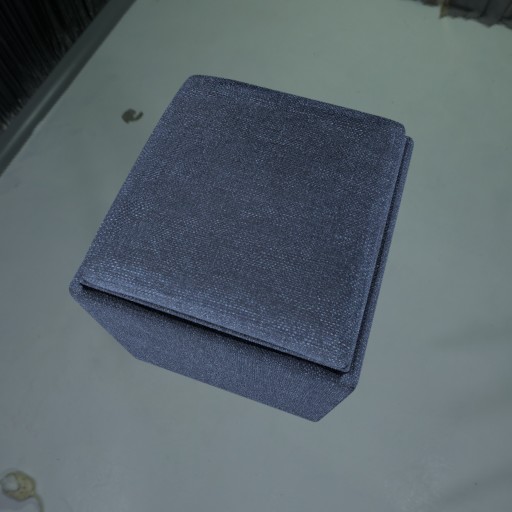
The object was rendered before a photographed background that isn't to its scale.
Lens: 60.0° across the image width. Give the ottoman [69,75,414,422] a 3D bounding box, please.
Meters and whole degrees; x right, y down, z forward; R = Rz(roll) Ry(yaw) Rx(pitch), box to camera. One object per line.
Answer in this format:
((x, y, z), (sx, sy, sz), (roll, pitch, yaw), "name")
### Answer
((0.000, 0.000, 0.860), (0.436, 0.493, 0.454), (17, 65, 8), "ottoman")
